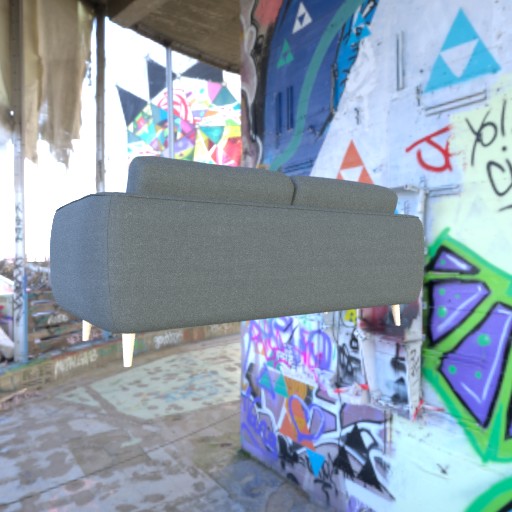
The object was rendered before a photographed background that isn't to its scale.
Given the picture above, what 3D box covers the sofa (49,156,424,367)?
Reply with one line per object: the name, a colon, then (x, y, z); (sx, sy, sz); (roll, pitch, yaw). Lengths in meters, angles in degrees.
sofa: (0.000, 0.000, 2.471); (2.000, 0.850, 0.920); (0, 1, -35)
